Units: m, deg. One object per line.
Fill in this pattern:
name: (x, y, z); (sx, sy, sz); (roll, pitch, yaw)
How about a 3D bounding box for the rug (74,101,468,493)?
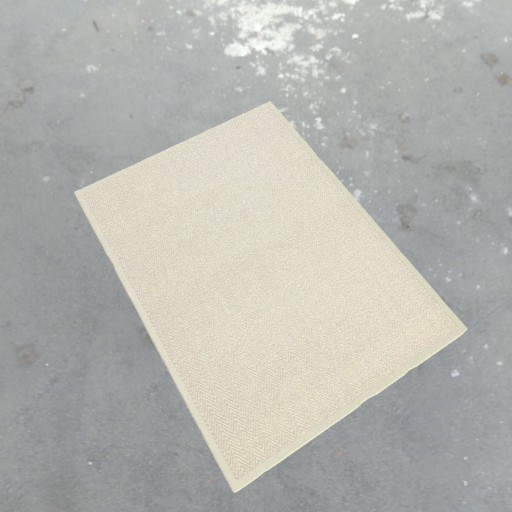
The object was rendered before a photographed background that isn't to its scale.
rug: (0.000, 0.000, 4.803); (2.734, 0.037, 3.659); (-29, 67, -14)
